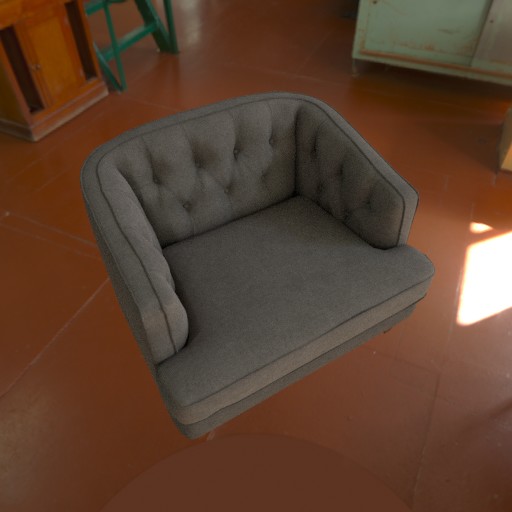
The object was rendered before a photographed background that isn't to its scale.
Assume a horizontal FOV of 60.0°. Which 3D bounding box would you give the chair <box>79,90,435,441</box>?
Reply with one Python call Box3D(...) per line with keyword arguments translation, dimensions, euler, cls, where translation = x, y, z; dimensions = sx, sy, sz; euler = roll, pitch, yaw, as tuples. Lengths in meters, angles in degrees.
Box3D(translation=(0.000, 0.000, 1.763), dimensions=(1.104, 0.852, 0.941), euler=(-23, 51, -21), cls="chair")
